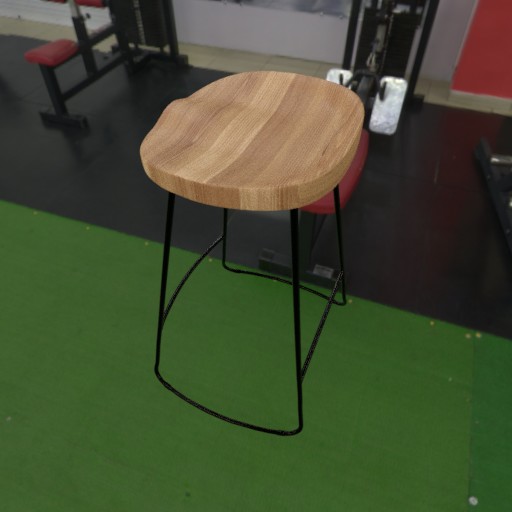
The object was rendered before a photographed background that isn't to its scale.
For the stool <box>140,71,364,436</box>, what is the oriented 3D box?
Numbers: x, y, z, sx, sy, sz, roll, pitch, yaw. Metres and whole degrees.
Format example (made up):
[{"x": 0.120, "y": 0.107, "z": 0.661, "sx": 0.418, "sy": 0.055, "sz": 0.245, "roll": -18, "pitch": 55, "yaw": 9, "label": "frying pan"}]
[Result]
[{"x": 0.000, "y": 0.000, "z": 0.989, "sx": 0.401, "sy": 0.679, "sz": 0.480, "roll": 17, "pitch": 48, "yaw": 16, "label": "stool"}]
